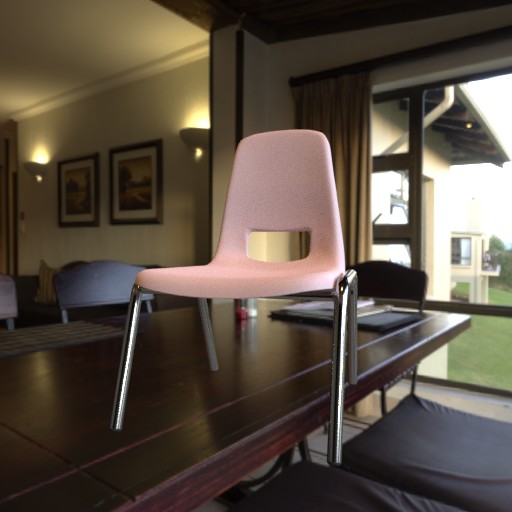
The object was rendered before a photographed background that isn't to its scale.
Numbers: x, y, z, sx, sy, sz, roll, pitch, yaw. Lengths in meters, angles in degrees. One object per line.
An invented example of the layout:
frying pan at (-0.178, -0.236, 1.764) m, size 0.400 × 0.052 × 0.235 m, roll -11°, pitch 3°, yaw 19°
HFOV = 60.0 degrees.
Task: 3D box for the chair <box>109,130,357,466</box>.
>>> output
chair at (0.000, 0.000, 0.798) m, size 0.354 × 0.536 × 0.385 m, roll 0°, pitch 2°, yaw 18°
